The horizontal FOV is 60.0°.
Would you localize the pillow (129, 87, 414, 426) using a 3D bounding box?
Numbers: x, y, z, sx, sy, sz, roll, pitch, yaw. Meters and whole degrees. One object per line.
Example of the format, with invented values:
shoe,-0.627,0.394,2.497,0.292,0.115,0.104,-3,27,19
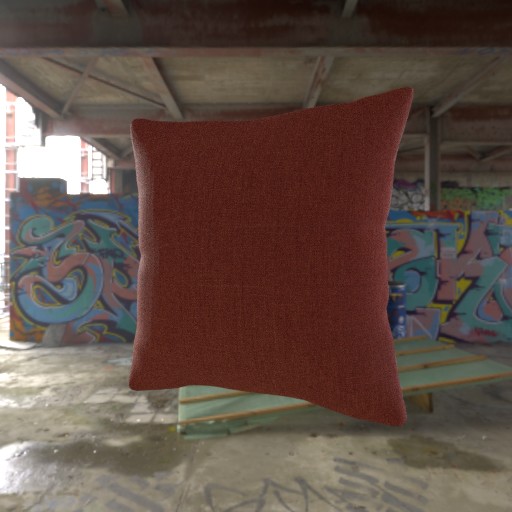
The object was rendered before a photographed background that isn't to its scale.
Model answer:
pillow,0.000,0.000,0.642,0.429,0.434,0.159,0,0,20
